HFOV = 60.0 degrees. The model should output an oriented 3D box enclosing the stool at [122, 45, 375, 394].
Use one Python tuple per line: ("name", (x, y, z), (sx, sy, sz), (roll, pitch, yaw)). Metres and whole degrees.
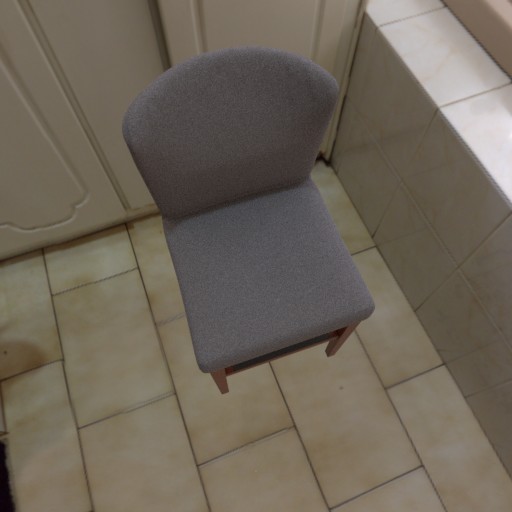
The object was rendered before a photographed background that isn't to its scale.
("stool", (0.000, 0.000, 1.276), (0.481, 0.968, 0.568), (-17, 65, -8))
